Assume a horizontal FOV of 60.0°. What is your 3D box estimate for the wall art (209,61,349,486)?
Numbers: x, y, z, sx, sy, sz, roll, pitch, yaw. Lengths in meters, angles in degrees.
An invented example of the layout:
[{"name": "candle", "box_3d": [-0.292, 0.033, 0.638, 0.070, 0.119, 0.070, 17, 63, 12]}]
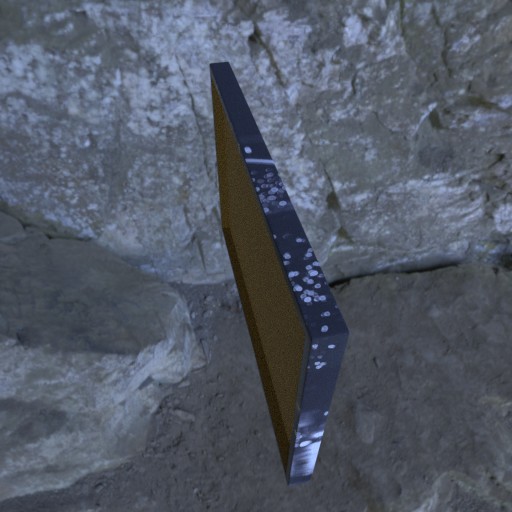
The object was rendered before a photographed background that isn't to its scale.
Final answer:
[{"name": "wall art", "box_3d": [0.000, 0.000, 0.749, 0.037, 0.406, 0.609, -9, 47, -9]}]
